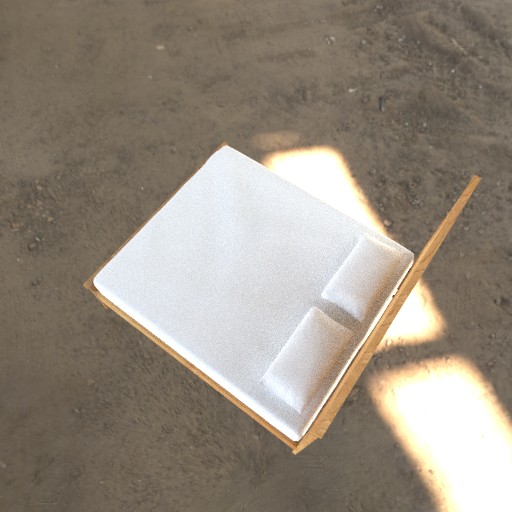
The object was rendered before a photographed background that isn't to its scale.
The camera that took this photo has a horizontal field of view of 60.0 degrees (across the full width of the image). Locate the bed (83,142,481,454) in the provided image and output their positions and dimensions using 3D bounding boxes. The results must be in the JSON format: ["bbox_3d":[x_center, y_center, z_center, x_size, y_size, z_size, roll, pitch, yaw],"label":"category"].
[{"bbox_3d":[0.000,0.000,4.092,2.530,1.938,2.225,33,67,16],"label":"bed"}]
